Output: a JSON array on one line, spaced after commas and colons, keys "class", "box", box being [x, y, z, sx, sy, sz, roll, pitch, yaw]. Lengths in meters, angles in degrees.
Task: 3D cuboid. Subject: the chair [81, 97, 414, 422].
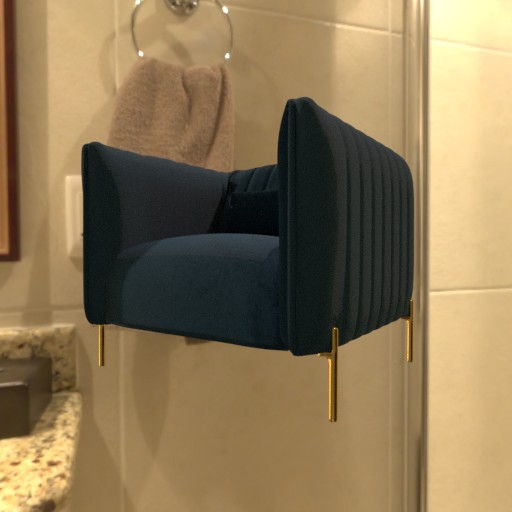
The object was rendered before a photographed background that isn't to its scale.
[{"class": "chair", "box": [0.000, 0.000, 1.606, 0.947, 0.793, 0.877, 1, 1, 34]}]
